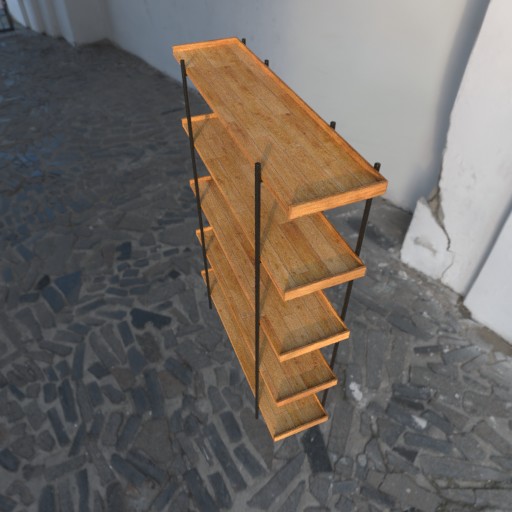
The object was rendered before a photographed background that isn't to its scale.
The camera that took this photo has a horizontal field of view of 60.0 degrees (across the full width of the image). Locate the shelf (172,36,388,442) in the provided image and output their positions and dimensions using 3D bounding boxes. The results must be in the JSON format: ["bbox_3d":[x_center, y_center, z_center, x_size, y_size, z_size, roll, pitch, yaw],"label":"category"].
[{"bbox_3d":[0.000,0.000,2.427,0.379,1.826,1.371,-16,47,-15],"label":"shelf"}]
